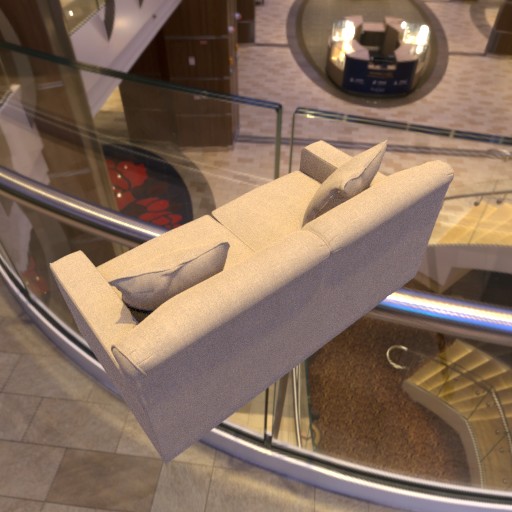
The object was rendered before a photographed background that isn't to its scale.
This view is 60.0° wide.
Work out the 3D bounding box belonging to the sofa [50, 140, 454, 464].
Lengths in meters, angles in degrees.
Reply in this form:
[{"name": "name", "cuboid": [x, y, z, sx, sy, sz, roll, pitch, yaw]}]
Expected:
[{"name": "sofa", "cuboid": [0.000, 0.000, 2.391, 1.846, 0.958, 0.998, -30, 52, -27]}]
